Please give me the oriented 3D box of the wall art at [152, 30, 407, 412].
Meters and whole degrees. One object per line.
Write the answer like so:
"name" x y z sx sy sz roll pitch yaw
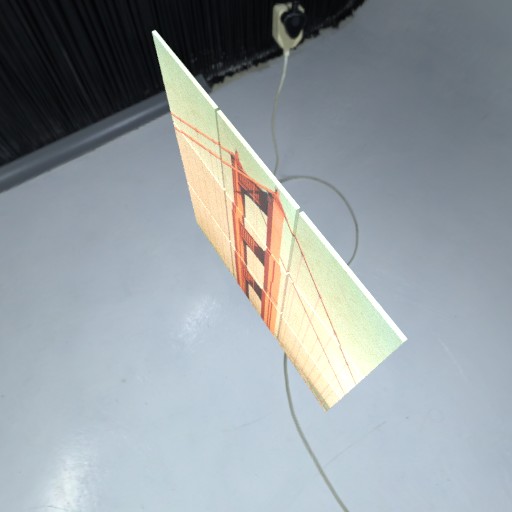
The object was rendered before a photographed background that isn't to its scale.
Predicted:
"wall art" 0.000 0.000 1.752 0.013 1.219 1.214 -30 68 -14
